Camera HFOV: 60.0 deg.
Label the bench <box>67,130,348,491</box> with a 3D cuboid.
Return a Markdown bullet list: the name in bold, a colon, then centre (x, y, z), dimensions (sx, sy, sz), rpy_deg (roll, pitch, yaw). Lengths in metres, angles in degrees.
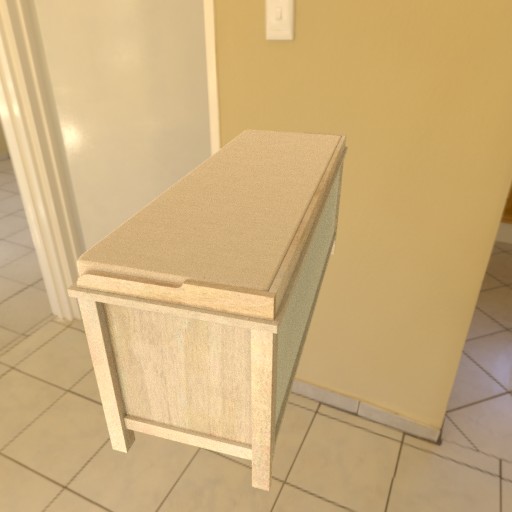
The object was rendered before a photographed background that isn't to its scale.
- **bench**: centre (0.000, 0.000, 1.346), dimensions (0.398, 0.501, 1.140), rpy_deg (8, 30, 14)
